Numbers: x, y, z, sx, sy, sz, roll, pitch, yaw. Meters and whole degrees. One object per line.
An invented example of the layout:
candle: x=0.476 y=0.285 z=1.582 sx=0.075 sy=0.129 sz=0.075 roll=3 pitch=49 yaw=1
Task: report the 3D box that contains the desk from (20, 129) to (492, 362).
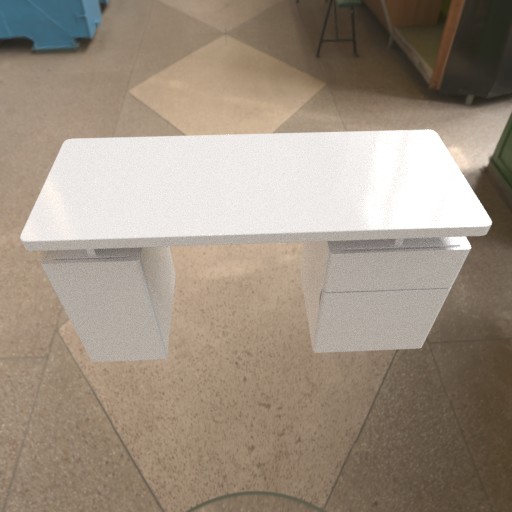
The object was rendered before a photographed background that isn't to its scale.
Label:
desk: x=0.000 y=0.000 z=1.761 sx=1.400 sy=0.762 sz=0.550 roll=-2 pitch=46 yaw=-2
